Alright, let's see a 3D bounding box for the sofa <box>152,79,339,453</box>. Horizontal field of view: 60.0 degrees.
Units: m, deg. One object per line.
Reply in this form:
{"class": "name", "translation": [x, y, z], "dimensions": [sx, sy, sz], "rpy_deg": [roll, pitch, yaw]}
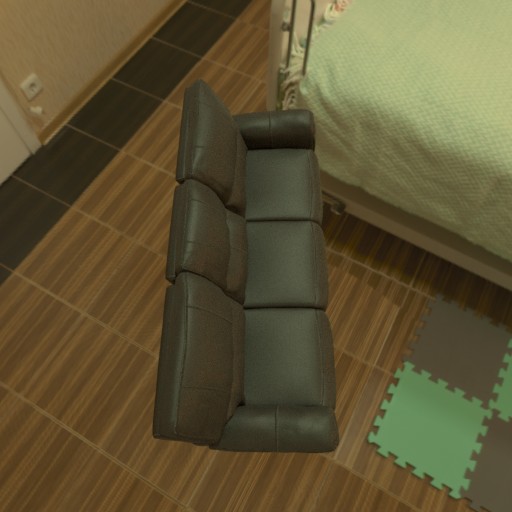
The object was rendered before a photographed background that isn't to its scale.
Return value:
{"class": "sofa", "translation": [0.000, 0.000, 3.219], "dimensions": [1.104, 1.134, 2.627], "rpy_deg": [0, 63, 0]}
